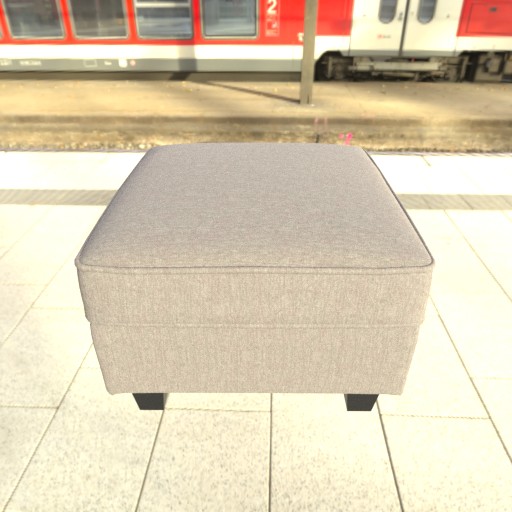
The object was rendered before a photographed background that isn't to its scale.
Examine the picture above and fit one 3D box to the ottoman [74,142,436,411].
[{"bbox_3d":[0.000,0.000,1.409,0.808,0.612,0.871,0,31,0],"label":"ottoman"}]
